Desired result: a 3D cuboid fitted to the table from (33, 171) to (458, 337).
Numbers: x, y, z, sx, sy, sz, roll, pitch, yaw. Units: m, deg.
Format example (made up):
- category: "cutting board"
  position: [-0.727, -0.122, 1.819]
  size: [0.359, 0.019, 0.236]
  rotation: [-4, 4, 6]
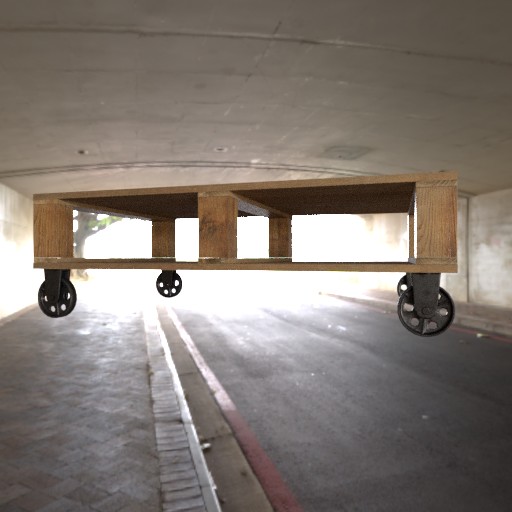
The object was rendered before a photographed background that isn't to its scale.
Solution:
- category: "table"
  position: [0.000, 0.000, 1.677]
  size: [1.299, 0.413, 0.827]
  rotation: [0, 0, 18]
